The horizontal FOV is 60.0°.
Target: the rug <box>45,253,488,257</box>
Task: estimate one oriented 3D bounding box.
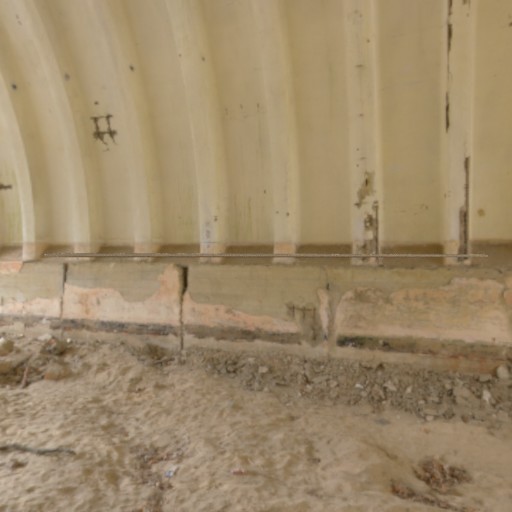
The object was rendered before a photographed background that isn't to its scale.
[{"bbox_3d":[0.000,0.000,3.493,2.746,0.018,1.819,0,0,-16],"label":"rug"}]
